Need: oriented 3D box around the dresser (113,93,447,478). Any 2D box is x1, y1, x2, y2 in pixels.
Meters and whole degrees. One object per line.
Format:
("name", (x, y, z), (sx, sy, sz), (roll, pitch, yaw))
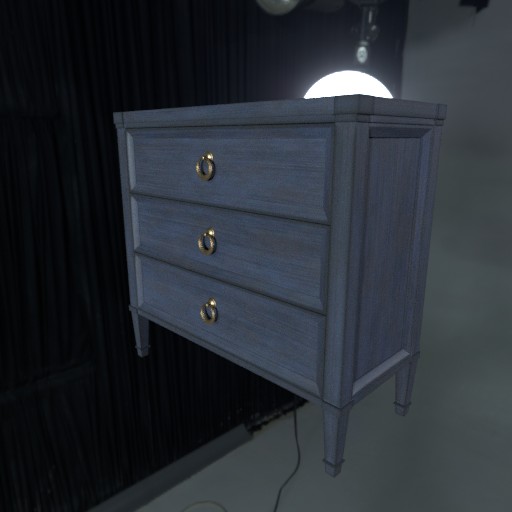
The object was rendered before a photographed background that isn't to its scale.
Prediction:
("dresser", (0.000, 0.000, 1.565), (1.049, 0.986, 0.463), (14, 21, 43))
